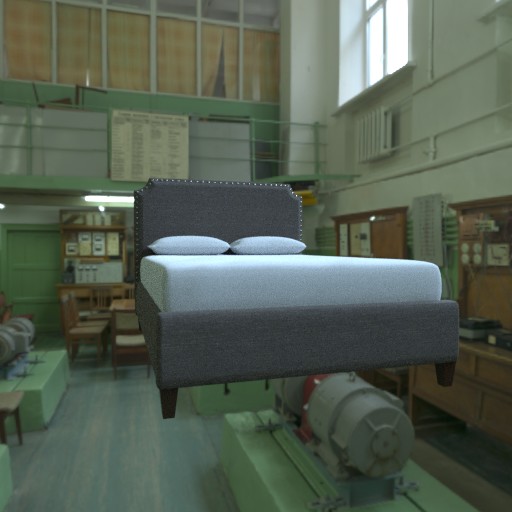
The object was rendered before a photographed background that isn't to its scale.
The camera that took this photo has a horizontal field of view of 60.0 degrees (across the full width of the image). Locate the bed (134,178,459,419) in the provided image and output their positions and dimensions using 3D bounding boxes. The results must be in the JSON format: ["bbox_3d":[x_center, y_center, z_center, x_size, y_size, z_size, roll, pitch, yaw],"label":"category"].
[{"bbox_3d":[0.000,0.000,3.379,1.713,1.457,2.381,0,1,-17],"label":"bed"}]
